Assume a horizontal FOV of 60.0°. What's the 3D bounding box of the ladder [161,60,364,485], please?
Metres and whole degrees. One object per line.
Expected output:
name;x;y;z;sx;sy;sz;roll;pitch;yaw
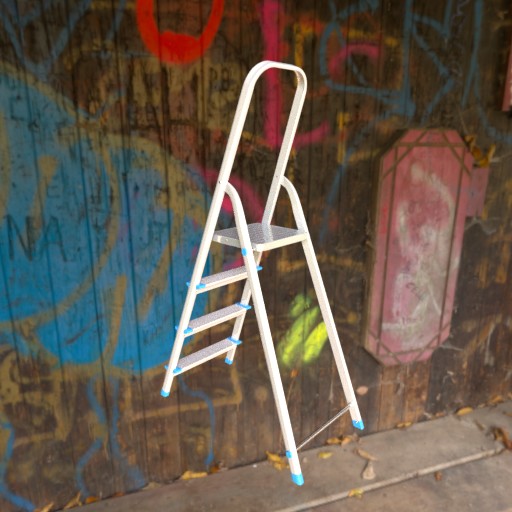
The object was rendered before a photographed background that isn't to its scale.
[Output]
ladder;0.000;0.000;1.805;0.842;1.434;0.445;14;21;41
